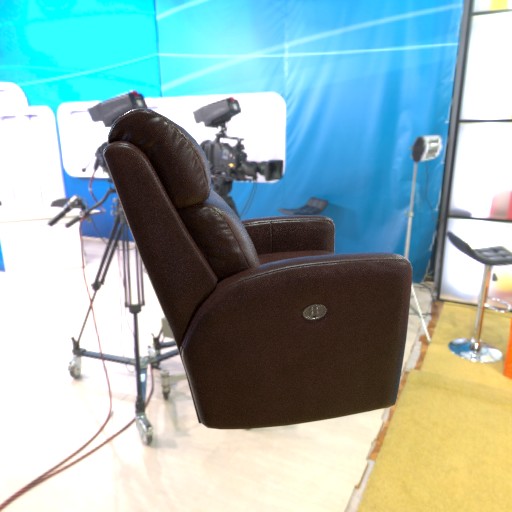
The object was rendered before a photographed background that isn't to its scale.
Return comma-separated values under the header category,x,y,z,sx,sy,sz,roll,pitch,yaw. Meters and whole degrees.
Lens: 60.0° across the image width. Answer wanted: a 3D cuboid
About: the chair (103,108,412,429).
category,x,y,z,sx,sy,sz,roll,pitch,yaw
chair,0.000,0.000,1.651,0.939,1.016,0.787,-3,16,-11
